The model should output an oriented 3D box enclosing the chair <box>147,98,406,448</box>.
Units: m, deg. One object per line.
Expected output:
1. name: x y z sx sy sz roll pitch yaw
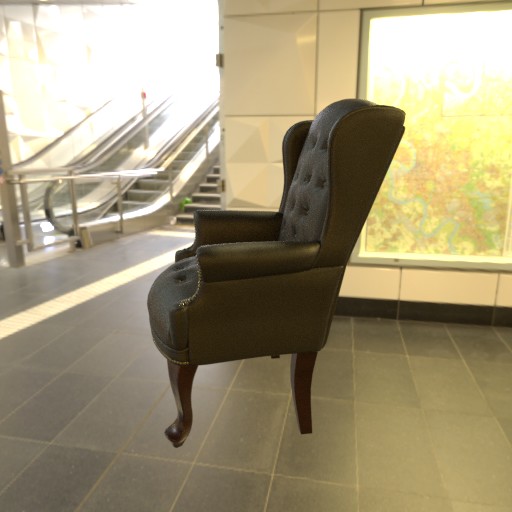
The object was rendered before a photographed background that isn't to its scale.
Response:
1. chair: 0.000 0.000 1.682 0.822 1.133 0.831 -2 14 -8
